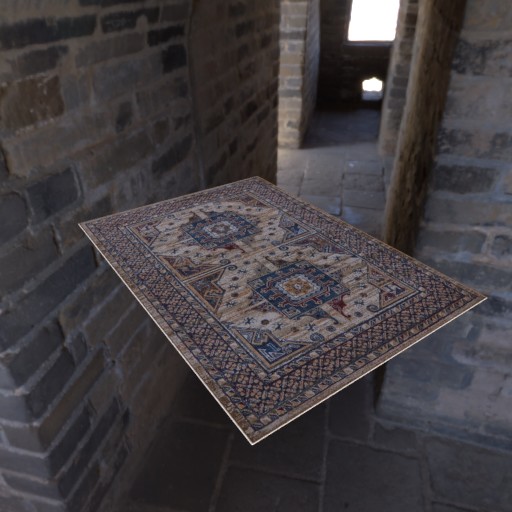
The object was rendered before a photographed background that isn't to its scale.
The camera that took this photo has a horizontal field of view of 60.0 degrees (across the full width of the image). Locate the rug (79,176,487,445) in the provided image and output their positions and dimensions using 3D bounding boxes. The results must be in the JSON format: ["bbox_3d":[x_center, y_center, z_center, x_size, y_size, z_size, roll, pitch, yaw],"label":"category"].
[{"bbox_3d":[0.000,0.000,2.866,1.611,0.008,2.227,-20,37,-29],"label":"rug"}]
